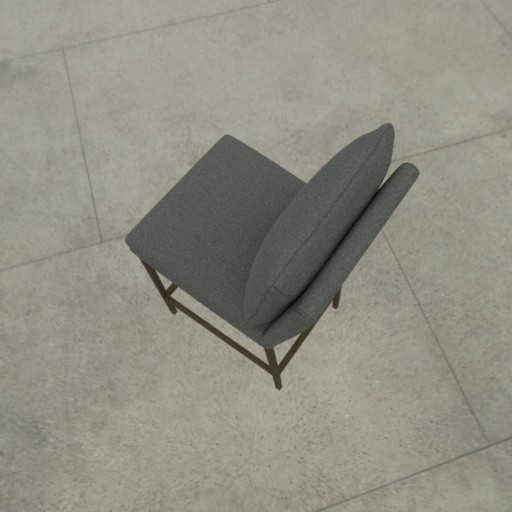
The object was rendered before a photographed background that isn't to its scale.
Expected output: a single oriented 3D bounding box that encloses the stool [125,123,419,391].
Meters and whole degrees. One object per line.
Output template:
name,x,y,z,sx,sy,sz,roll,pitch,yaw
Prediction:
stool,0.000,0.000,1.344,0.569,1.030,0.463,34,70,14
